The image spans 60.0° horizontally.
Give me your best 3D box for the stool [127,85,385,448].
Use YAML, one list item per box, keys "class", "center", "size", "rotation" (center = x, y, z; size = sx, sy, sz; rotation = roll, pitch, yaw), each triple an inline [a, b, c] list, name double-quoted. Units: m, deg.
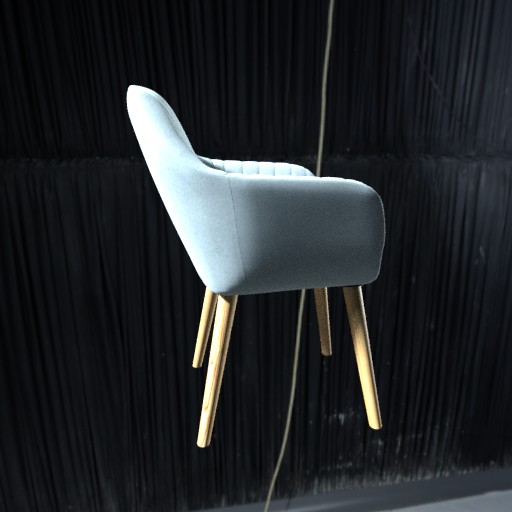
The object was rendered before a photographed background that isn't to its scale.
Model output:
- class: "stool"
  center: [0.000, 0.000, 1.185]
  size: [0.590, 0.830, 0.503]
  rotation: [-3, 16, -9]
